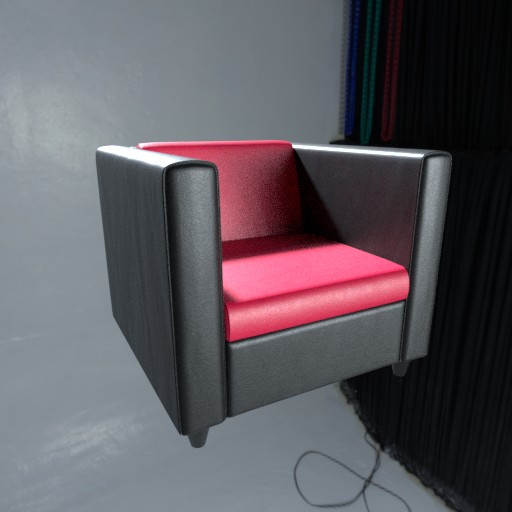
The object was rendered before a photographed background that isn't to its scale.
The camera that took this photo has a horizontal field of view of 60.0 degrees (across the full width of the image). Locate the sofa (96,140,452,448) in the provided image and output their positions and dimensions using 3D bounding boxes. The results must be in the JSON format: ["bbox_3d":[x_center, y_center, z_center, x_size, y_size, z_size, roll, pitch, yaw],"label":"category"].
[{"bbox_3d":[0.000,0.000,1.476,0.839,0.724,0.809,-9,18,-27],"label":"sofa"}]
